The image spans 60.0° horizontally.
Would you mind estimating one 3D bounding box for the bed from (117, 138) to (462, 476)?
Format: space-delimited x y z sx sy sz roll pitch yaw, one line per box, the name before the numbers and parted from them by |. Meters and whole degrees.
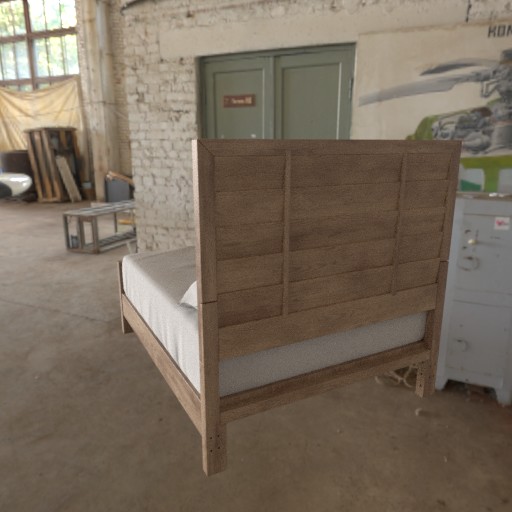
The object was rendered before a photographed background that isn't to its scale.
bed | 0.000 0.000 3.235 1.615 1.631 2.017 -7 16 -27
